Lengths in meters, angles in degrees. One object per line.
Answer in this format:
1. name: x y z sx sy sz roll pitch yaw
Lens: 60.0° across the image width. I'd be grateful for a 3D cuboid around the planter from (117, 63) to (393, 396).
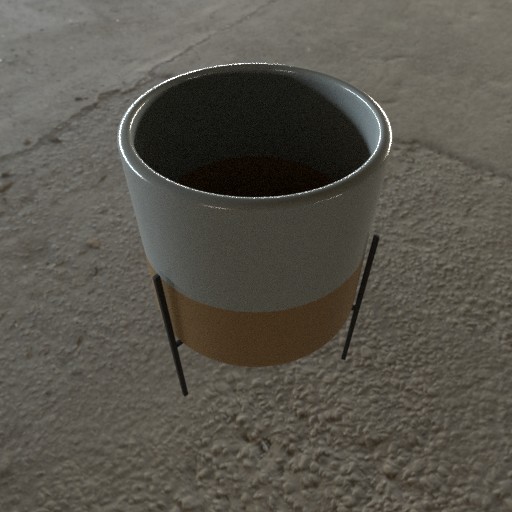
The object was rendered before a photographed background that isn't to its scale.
1. planter: 0.000 0.000 0.642 0.310 0.432 0.310 24 51 21
